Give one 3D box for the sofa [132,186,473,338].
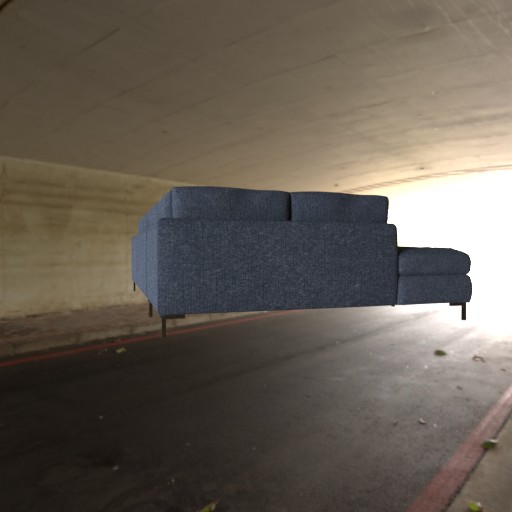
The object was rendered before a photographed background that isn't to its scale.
[{"bbox_3d":[0.000,0.000,3.931,2.007,0.815,2.949,0,1,-18],"label":"sofa"}]
